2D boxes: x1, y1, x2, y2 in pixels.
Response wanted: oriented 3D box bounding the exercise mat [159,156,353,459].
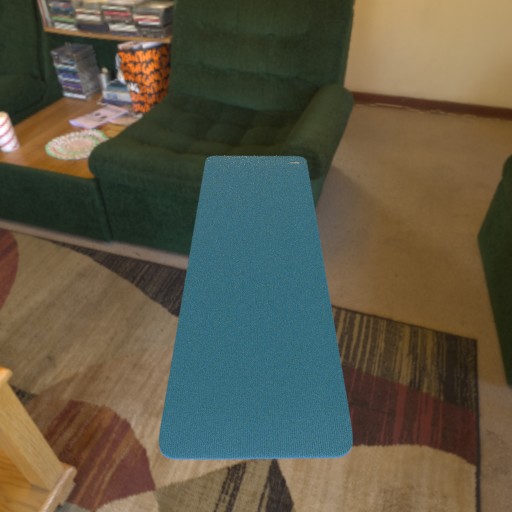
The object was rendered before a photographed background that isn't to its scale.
[{"bbox_3d":[0.000,0.000,2.057,0.616,0.021,1.869,0,42,0],"label":"exercise mat"}]
